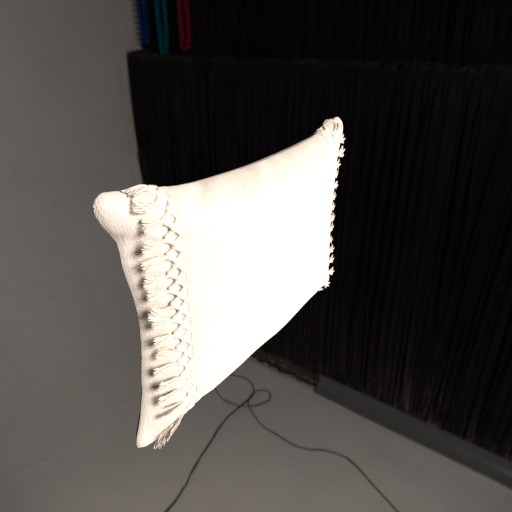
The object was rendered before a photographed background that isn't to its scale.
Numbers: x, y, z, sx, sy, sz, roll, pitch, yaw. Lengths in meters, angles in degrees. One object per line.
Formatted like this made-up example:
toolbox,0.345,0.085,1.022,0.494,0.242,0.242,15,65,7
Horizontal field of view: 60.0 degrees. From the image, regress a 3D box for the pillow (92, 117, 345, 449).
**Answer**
pillow,0.000,0.000,0.600,0.084,0.305,0.466,18,32,31
